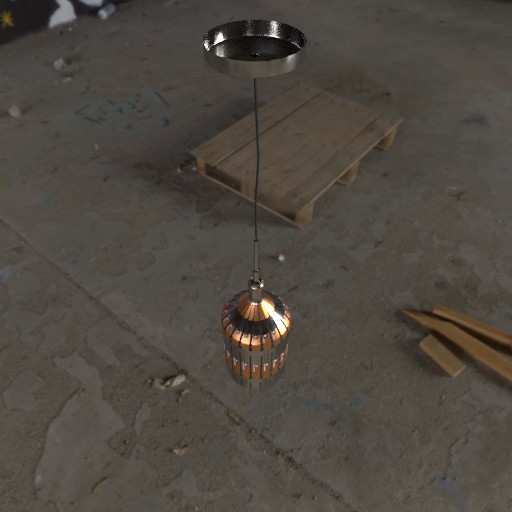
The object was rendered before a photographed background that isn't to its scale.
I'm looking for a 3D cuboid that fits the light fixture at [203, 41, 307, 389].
[{"bbox_3d":[0.000,0.000,1.627,0.303,1.535,0.303,0,47,0],"label":"light fixture"}]
